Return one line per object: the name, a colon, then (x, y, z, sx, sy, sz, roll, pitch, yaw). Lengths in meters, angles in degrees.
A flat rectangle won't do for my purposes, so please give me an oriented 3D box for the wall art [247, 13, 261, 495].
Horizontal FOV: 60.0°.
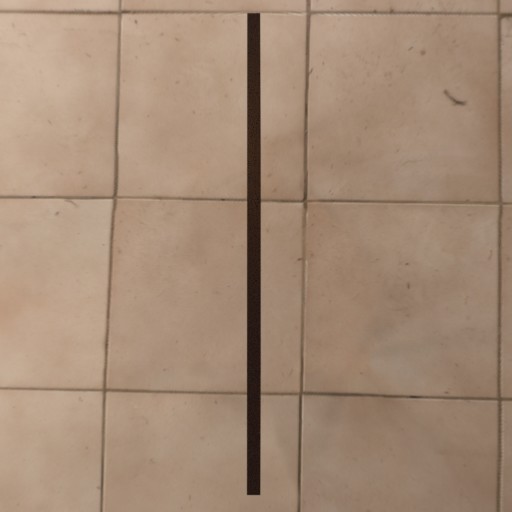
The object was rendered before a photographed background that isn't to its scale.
wall art: (0.000, 0.000, 1.584, 0.034, 0.952, 1.207, 0, 88, 1)
